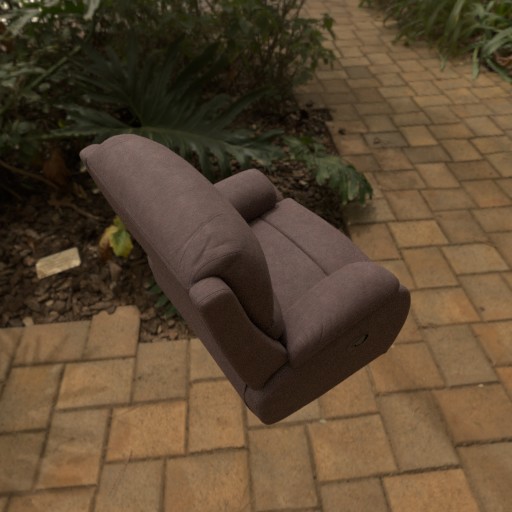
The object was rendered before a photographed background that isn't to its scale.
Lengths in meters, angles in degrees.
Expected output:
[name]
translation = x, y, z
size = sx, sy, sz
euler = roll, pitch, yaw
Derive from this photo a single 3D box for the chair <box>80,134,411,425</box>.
[chair]
translation = 0.000, 0.000, 1.718
size = 0.899, 1.011, 0.930
euler = -25, 48, -25
